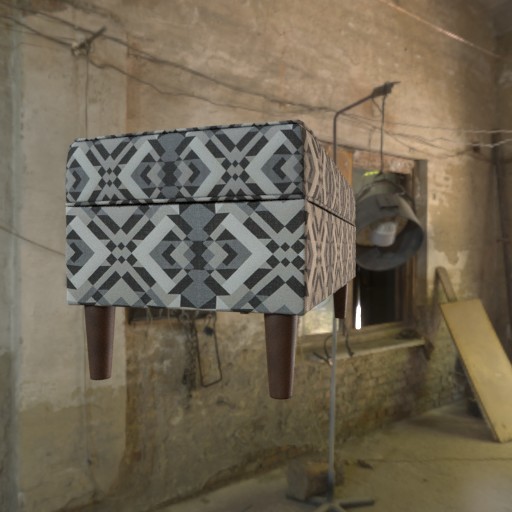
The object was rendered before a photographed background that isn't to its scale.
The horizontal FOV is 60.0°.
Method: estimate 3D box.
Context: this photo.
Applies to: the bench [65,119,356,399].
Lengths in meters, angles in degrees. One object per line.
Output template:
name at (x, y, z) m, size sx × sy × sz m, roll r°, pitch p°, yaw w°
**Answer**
bench at (0.000, 0.000, 1.272) m, size 0.492 × 0.477 × 1.016 m, roll 0°, pitch 1°, yaw 17°
